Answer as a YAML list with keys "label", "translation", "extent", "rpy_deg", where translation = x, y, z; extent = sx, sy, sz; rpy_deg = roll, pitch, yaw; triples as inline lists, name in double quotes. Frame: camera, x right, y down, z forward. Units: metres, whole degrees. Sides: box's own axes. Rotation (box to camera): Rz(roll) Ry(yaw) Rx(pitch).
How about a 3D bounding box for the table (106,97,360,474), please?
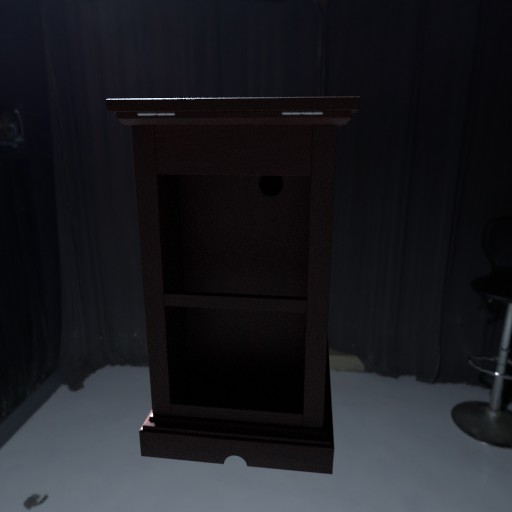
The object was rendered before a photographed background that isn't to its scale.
- label: "table"
  translation: [0.000, 0.000, 0.971]
  extent: [0.356, 0.612, 0.584]
  rpy_deg: [2, 16, 7]
